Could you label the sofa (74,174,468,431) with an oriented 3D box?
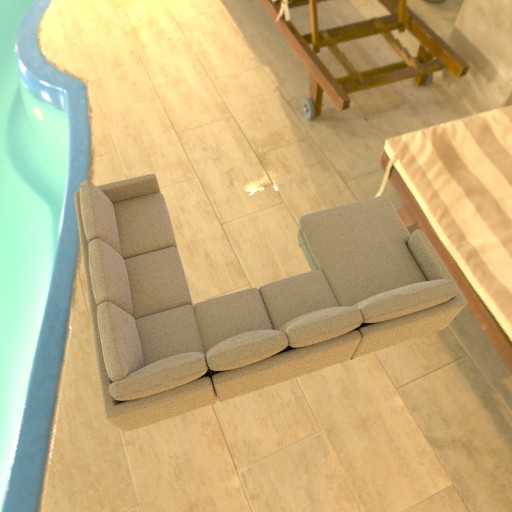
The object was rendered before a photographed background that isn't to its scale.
[{"bbox_3d":[0.000,0.000,4.770,3.460,0.959,2.593,-15,59,-9],"label":"sofa"}]
